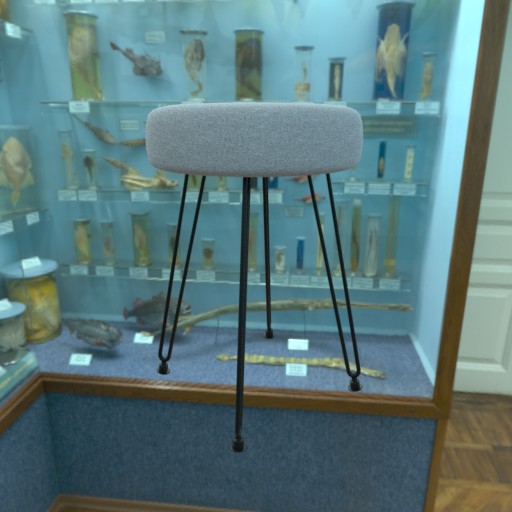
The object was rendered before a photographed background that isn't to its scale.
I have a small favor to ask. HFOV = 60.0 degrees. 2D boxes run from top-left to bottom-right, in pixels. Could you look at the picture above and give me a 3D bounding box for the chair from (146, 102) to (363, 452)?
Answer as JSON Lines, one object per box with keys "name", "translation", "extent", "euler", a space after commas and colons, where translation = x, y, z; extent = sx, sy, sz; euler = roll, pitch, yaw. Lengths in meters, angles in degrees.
{"name": "chair", "translation": [0.000, 0.000, 0.680], "extent": [0.350, 0.440, 0.350], "euler": [3, 17, 8]}
